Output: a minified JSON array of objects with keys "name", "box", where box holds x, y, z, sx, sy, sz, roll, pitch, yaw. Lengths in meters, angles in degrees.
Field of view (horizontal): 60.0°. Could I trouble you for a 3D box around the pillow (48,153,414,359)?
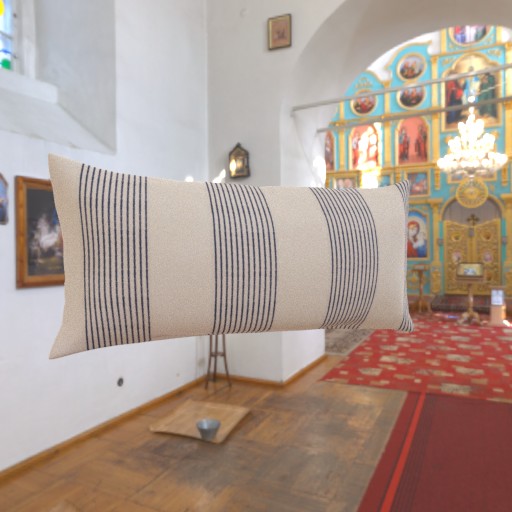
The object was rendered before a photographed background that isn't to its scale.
[{"name":"pillow","box":[0.000,0.000,0.712,0.610,0.287,0.151,0,0,-19]}]
